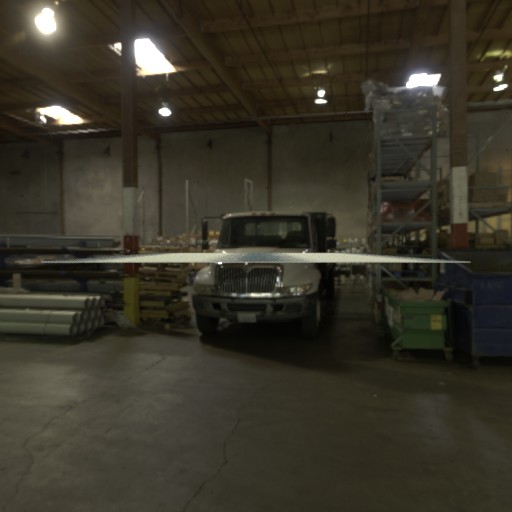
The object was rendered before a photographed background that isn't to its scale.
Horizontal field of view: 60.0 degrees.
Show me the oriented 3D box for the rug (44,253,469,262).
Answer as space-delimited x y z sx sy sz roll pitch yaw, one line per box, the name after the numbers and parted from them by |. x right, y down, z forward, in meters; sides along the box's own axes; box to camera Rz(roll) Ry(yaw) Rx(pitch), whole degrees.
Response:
0.000 0.000 4.030 2.453 0.004 3.037 0 1 0 | rug
